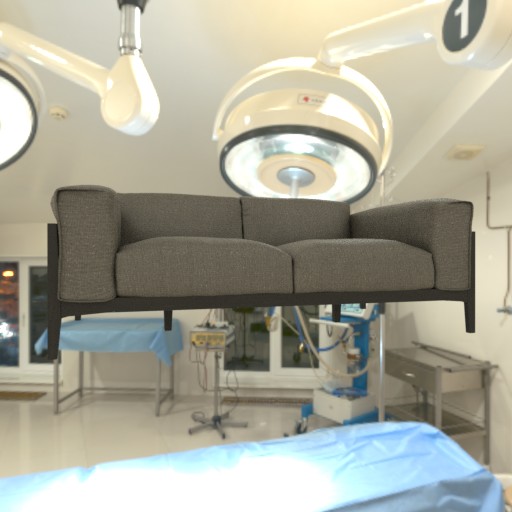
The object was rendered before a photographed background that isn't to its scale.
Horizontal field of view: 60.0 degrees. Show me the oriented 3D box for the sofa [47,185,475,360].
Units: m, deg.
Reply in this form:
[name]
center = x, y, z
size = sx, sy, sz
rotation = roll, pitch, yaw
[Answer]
[sofa]
center = 0.000, 0.000, 2.088
size = 1.690, 0.656, 0.960
rotation = 0, 0, -17
